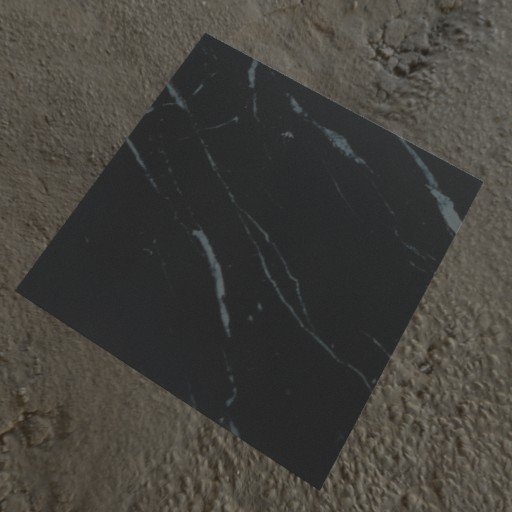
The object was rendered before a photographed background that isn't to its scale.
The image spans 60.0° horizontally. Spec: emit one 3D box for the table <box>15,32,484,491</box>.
[{"bbox_3d":[0.000,0.000,1.257,0.800,0.450,0.800,31,79,7],"label":"table"}]
